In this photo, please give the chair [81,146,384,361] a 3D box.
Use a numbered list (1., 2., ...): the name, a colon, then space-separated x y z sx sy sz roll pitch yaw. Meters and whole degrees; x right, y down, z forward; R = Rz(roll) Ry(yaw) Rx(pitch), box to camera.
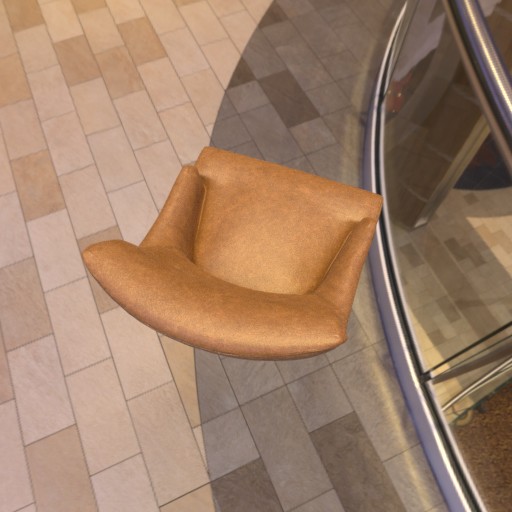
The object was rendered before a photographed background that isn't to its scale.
1. chair: 0.000 0.000 1.492 0.729 0.869 0.874 18 65 9
